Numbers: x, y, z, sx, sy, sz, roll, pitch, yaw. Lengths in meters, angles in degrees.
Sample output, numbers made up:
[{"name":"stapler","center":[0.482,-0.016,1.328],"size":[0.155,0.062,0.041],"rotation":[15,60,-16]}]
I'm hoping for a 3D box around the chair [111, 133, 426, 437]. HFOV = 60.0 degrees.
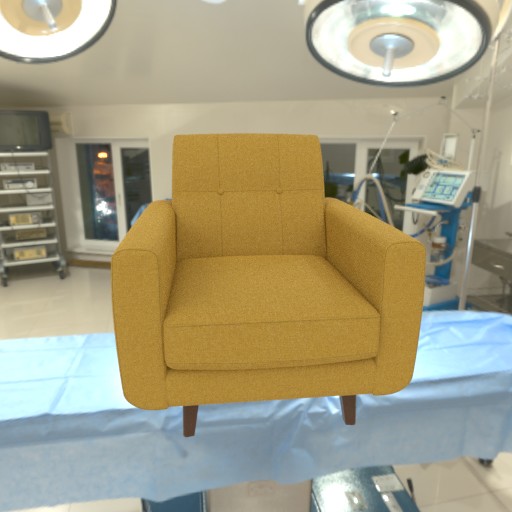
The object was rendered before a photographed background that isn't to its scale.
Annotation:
[{"name":"chair","center":[0.000,0.000,1.566],"size":[0.831,0.841,0.909],"rotation":[-2,15,-6]}]
